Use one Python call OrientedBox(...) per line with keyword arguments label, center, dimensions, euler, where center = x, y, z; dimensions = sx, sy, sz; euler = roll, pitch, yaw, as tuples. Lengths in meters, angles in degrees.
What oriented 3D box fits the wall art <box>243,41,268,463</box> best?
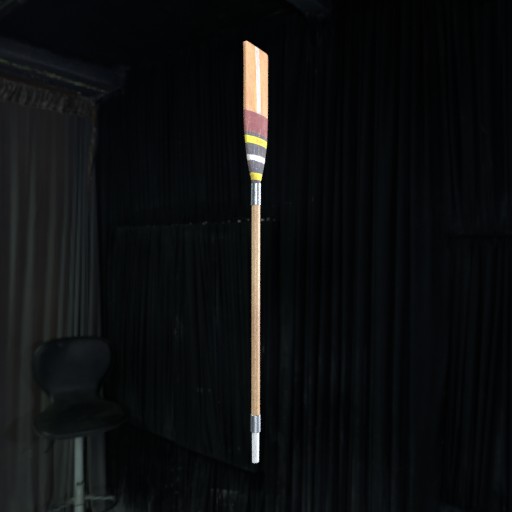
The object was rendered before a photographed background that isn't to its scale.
OrientedBox(label="wall art", center=(0.000, 0.000, 1.666), dimensions=(0.038, 1.556, 0.146), euler=(1, 1, 35))
